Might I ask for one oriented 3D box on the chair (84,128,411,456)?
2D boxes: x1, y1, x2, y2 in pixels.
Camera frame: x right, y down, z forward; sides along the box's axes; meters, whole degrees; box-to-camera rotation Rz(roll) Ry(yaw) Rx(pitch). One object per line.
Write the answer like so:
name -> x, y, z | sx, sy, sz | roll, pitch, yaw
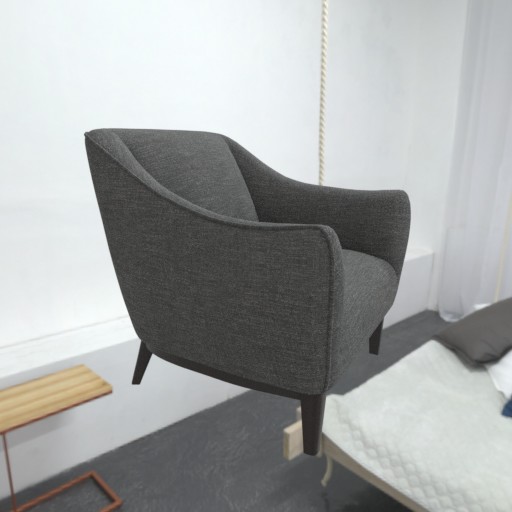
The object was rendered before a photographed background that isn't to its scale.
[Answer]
chair -> 0.000, 0.000, 1.495 | 0.851, 0.829, 0.870 | 8, 16, 28
